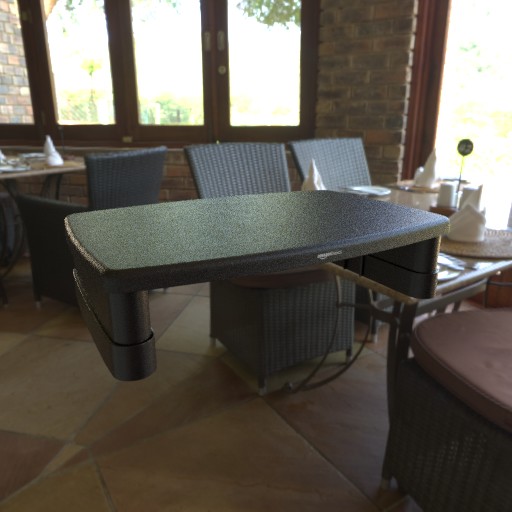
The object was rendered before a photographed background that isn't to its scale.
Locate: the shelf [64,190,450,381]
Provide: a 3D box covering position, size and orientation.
[{"bbox_3d":[0.000,0.000,0.537,0.410,0.100,0.280,-10,20,-28],"label":"shelf"}]
